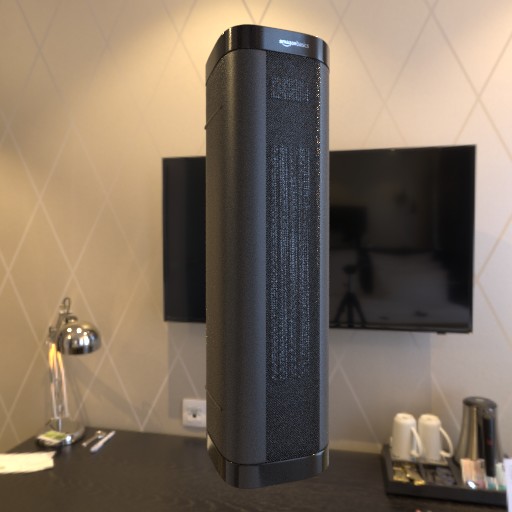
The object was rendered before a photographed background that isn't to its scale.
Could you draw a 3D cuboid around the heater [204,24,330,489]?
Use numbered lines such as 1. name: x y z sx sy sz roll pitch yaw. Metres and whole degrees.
1. heater: 0.000 0.000 0.690 0.174 0.552 0.312 0 1 -18
